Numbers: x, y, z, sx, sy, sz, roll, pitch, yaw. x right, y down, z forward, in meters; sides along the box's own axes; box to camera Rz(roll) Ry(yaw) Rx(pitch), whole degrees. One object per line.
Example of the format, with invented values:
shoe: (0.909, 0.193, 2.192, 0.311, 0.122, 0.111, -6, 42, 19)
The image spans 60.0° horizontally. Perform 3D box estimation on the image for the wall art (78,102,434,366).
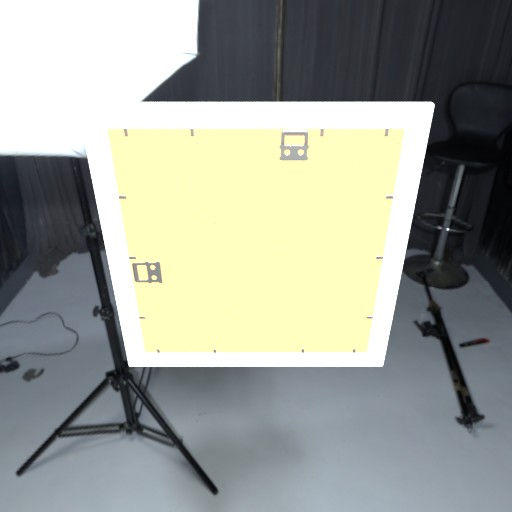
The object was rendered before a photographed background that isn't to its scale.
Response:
wall art: (0.000, 0.000, 0.877, 0.584, 0.584, 0.013, 0, 31, 0)
